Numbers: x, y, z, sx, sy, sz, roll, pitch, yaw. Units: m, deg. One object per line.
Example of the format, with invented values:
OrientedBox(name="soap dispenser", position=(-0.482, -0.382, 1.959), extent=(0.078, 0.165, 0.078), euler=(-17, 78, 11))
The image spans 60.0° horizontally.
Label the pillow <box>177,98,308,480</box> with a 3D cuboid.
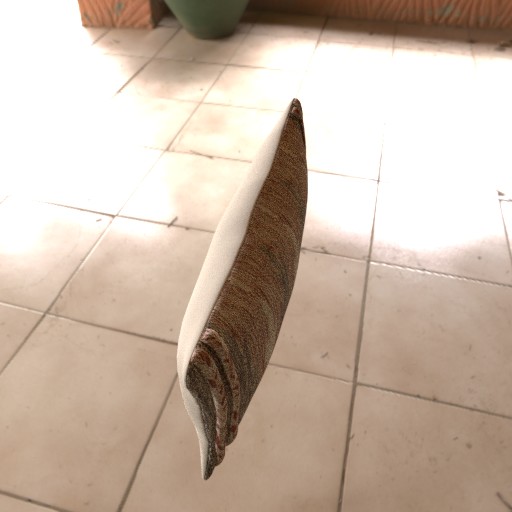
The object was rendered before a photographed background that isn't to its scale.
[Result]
OrientedBox(name="pillow", position=(0.000, 0.000, 0.739), extent=(0.139, 0.282, 0.635), euler=(10, 46, 10))
